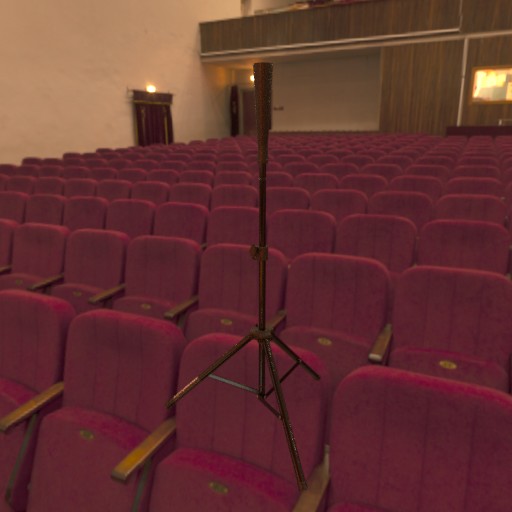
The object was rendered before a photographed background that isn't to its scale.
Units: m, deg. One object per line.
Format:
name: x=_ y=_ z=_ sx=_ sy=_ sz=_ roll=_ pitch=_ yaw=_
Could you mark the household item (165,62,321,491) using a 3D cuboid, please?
household item: x=0.000 y=0.000 z=1.347 sx=0.559 sy=1.067 sz=0.559 roll=7 pitch=17 yaw=25
